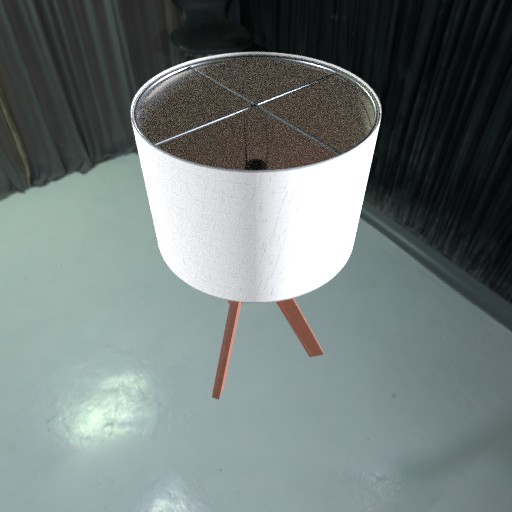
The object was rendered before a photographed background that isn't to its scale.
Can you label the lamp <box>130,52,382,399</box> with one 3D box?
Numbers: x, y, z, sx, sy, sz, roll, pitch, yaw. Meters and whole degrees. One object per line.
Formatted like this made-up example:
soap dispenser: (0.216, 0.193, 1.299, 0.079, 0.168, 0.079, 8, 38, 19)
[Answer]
lamp: (0.000, 0.000, 0.926, 0.380, 0.686, 0.380, -30, 53, -27)
